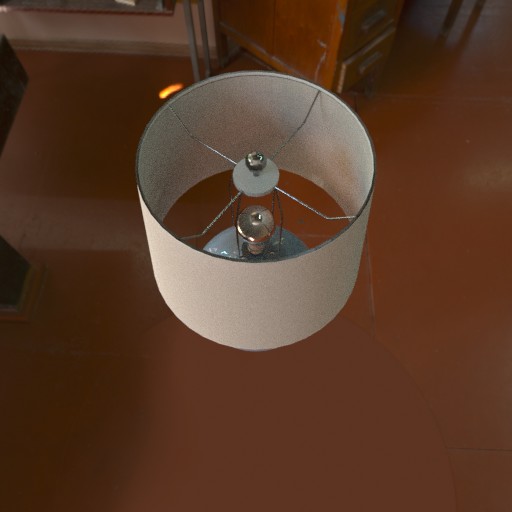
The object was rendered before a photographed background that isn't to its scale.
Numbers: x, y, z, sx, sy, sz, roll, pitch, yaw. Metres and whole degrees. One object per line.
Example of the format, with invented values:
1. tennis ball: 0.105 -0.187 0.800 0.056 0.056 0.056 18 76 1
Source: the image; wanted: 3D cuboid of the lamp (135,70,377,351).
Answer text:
1. lamp: 0.000 0.000 0.551 0.247 0.387 0.247 0 63 0
